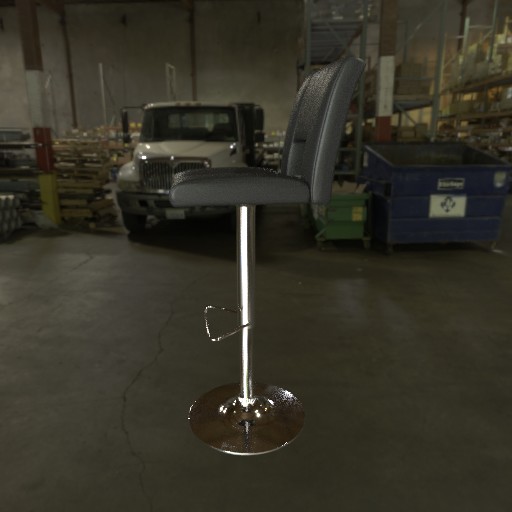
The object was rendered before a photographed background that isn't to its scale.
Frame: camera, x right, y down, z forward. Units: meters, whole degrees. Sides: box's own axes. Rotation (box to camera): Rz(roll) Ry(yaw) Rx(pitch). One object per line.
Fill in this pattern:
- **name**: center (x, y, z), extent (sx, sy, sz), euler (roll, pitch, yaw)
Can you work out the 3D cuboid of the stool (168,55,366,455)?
- **stool**: center (0.000, 0.000, 1.418), extent (0.520, 1.151, 0.415), euler (-2, 15, -9)
